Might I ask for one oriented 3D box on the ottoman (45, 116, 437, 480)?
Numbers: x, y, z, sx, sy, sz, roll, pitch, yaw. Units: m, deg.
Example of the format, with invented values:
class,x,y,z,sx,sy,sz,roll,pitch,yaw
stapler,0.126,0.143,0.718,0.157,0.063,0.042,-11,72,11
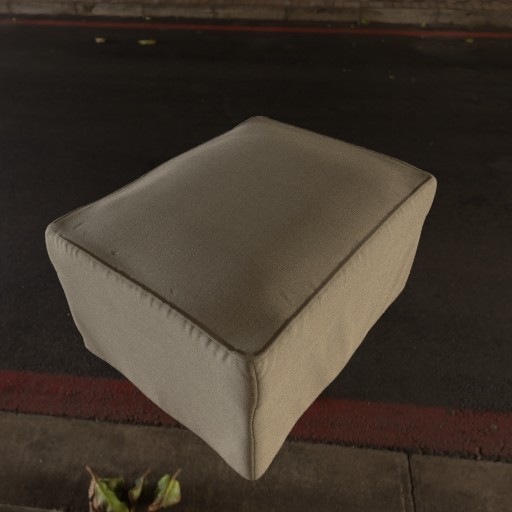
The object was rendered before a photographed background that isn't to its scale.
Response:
class,x,y,z,sx,sy,sz,roll,pitch,yaw
ottoman,0.000,0.000,1.235,0.650,0.485,0.833,27,47,28
